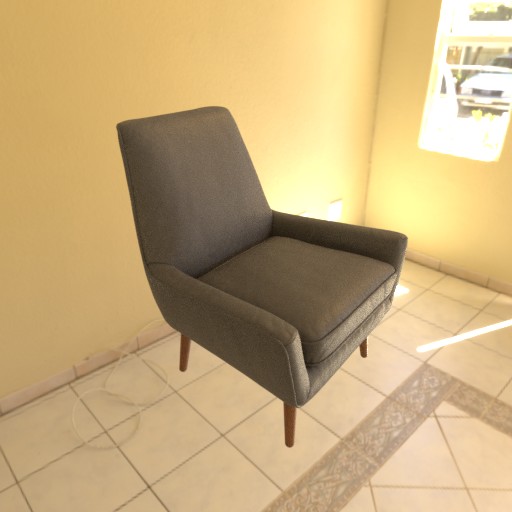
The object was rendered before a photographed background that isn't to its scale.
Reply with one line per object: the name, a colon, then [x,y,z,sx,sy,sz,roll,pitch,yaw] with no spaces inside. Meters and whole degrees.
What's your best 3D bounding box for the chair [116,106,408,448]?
chair: [0.000,0.000,1.523,0.822,0.888,0.787,19,32,33]
